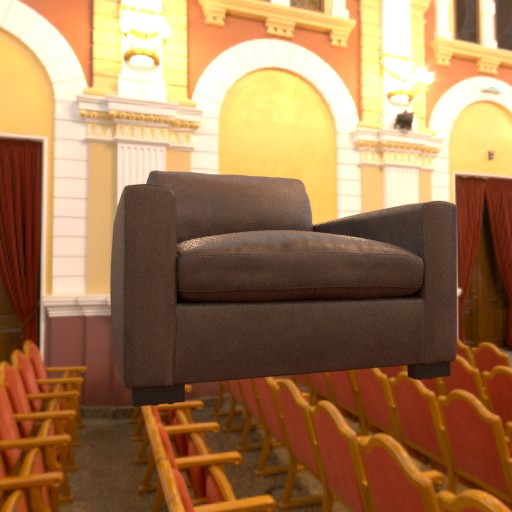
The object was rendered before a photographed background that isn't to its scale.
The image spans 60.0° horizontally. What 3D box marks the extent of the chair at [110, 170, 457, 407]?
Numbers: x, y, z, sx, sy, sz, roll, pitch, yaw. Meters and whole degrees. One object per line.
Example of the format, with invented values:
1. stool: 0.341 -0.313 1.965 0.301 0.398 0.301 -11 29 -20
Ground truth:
1. chair: 0.000 0.000 1.765 1.100 0.812 1.069 0 -1 -18
